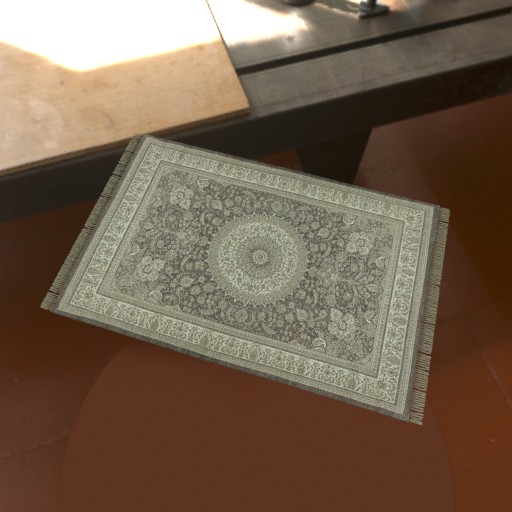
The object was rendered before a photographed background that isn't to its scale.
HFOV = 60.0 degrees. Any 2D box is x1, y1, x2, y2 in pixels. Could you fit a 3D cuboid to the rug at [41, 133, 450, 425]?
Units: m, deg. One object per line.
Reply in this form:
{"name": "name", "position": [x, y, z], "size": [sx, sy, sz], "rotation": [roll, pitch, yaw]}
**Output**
{"name": "rug", "position": [0.000, 0.000, 4.210], "size": [3.422, 0.015, 2.143], "rotation": [15, 65, 7]}
